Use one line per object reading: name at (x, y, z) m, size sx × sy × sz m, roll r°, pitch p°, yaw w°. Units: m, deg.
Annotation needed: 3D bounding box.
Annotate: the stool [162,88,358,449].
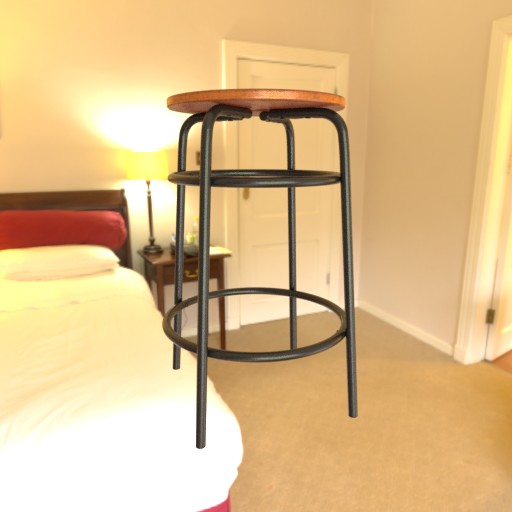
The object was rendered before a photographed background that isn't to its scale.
stool at (0.000, 0.000, 0.915) m, size 0.455 × 0.610 × 0.455 m, roll 7°, pitch 15°, yaw 26°
